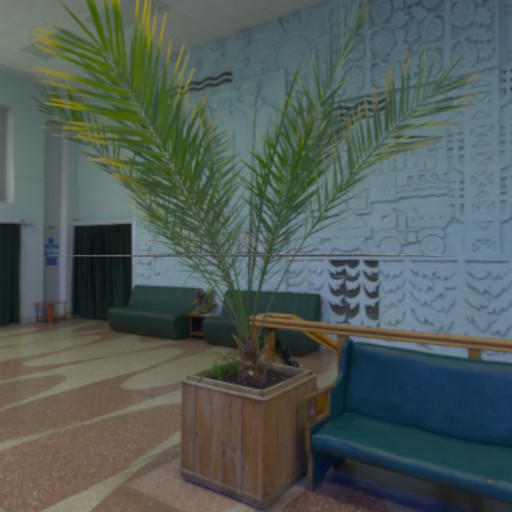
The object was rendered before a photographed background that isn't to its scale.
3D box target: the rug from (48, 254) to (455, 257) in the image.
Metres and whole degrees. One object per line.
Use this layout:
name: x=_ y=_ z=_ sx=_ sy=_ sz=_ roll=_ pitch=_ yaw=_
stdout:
rug: x=0.000 y=0.000 z=4.227 sx=3.035 sy=0.008 sz=2.425 roll=0 pitch=0 yaw=36
